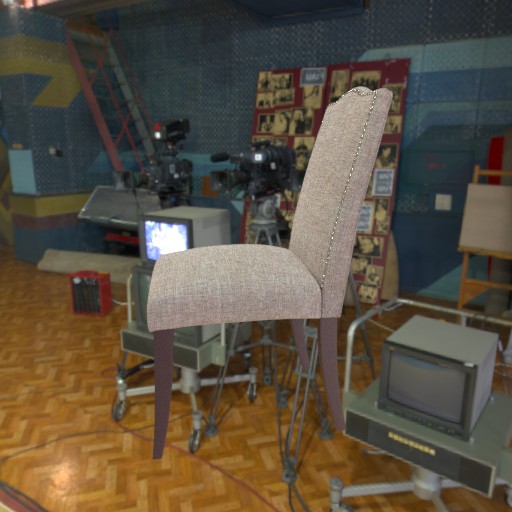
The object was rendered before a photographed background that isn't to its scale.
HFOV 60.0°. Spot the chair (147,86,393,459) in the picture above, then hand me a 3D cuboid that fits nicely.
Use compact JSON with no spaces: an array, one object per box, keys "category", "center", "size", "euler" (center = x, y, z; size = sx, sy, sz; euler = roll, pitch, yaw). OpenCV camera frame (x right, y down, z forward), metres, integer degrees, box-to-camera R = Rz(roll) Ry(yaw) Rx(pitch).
[{"category":"chair","center":[0.000,0.000,1.400],"size":[0.660,1.016,0.513],"euler":[-2,14,-9]}]
